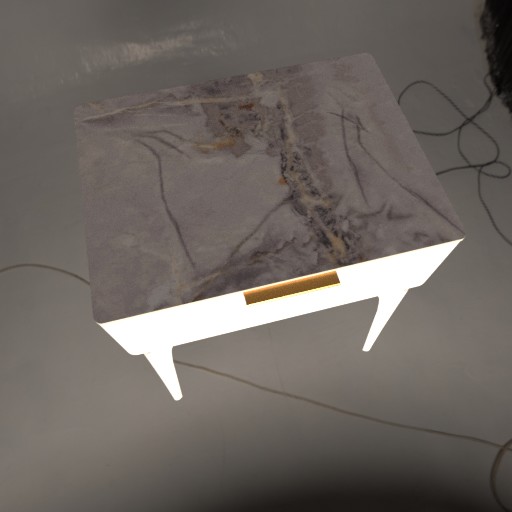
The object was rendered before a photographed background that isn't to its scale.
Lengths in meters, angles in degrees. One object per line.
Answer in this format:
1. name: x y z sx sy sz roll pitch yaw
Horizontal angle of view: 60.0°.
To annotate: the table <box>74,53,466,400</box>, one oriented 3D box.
1. table: 0.000 0.000 0.902 0.500 0.570 0.400 -13 64 -6
